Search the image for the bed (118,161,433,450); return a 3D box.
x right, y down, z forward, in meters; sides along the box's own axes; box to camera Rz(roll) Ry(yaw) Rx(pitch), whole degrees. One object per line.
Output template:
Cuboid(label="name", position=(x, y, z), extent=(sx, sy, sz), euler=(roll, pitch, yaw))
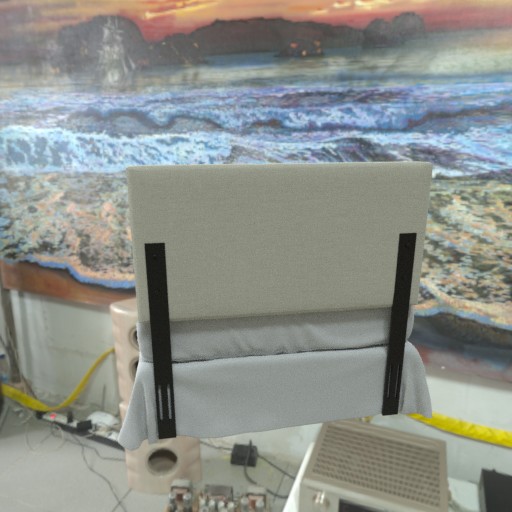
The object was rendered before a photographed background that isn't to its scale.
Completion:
Cuboid(label="bed", position=(0.000, 0.000, 3.458), extent=(1.936, 1.577, 2.222), euler=(-3, 17, -9))
